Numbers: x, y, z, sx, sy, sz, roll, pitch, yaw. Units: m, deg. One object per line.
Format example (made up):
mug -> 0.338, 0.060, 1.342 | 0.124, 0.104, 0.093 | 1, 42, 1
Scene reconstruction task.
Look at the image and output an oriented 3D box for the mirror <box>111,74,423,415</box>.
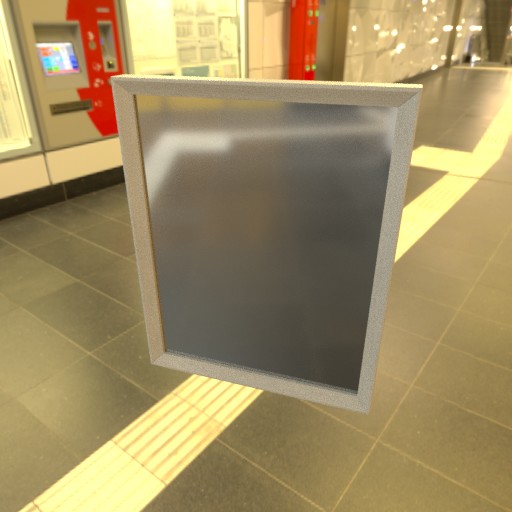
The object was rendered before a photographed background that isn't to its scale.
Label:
mirror -> 0.000, 0.000, 0.686 | 0.406, 0.509, 0.041 | 8, 29, 16
